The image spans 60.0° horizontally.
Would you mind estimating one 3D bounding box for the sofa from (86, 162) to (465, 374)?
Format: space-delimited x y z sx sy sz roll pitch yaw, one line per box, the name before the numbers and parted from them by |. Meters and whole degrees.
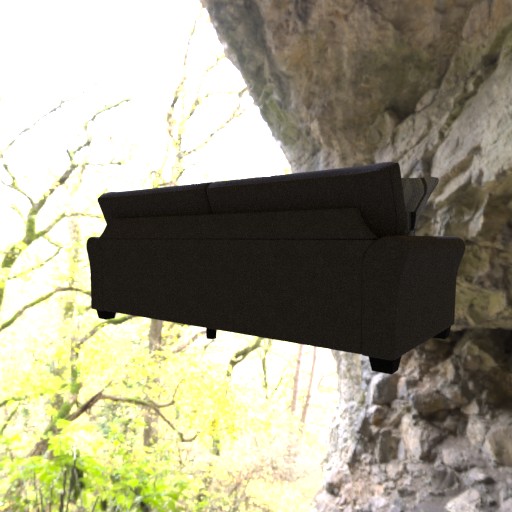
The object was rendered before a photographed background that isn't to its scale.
sofa | 0.000 0.000 2.530 2.032 0.813 0.889 2 3 38
